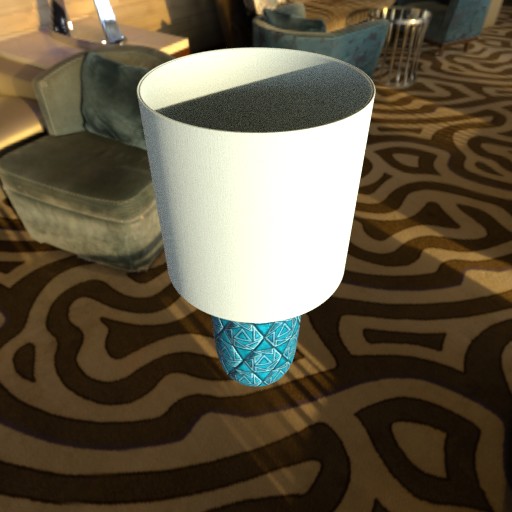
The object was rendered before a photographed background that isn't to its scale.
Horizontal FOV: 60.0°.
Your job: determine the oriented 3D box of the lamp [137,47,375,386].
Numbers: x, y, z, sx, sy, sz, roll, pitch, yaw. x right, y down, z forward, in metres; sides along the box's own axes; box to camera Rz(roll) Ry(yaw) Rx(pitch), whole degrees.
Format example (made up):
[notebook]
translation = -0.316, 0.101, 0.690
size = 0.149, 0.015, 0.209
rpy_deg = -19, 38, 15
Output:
[lamp]
translation = 0.000, 0.000, 0.487
size = 0.193, 0.377, 0.193
rpy_deg = 10, 42, 11
